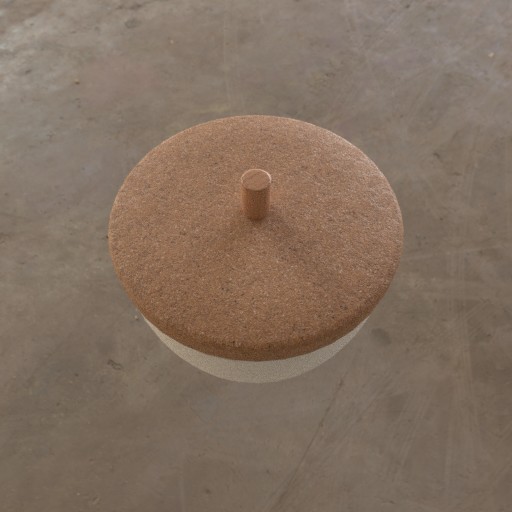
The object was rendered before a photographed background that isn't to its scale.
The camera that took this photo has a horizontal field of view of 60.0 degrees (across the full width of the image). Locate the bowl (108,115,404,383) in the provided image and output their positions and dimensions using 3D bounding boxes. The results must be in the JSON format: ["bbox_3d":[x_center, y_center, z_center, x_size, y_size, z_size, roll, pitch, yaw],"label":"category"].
[{"bbox_3d":[0.000,0.000,0.220,0.126,0.110,0.126,0,57,0],"label":"bowl"}]
